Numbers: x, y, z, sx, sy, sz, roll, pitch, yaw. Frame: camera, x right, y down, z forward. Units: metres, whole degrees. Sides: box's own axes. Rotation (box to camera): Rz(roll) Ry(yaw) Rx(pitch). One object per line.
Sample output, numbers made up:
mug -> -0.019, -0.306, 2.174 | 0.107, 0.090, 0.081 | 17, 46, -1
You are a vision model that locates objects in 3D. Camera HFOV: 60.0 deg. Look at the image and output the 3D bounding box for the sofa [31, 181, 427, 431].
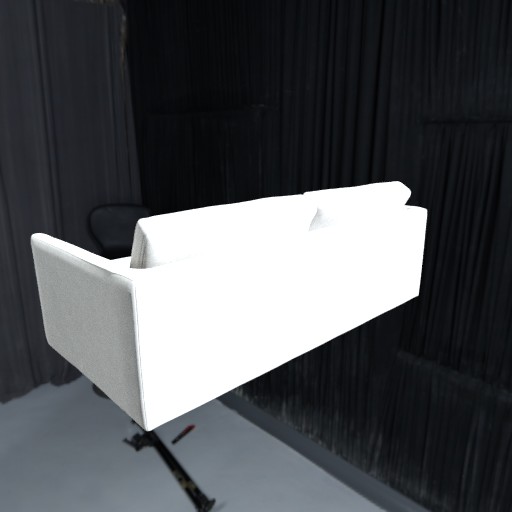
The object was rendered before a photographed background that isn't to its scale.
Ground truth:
sofa -> 0.000, 0.000, 2.731 | 2.588, 0.838, 1.090 | -14, 21, -42
